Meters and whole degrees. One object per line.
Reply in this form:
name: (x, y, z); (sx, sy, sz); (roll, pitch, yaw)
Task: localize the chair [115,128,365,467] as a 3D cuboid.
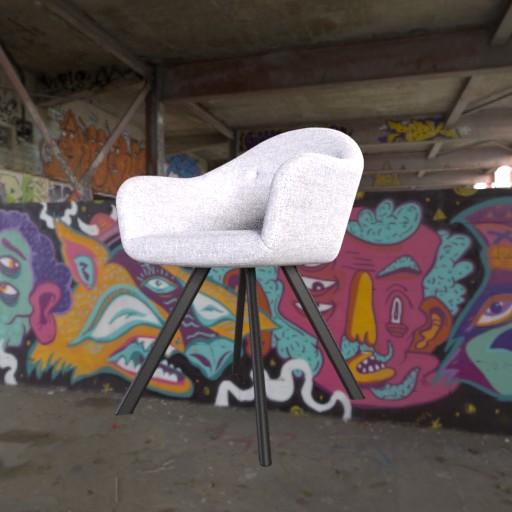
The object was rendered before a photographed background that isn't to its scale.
chair: (0.000, 0.000, 1.187); (0.540, 0.780, 0.570); (1, 1, 36)
